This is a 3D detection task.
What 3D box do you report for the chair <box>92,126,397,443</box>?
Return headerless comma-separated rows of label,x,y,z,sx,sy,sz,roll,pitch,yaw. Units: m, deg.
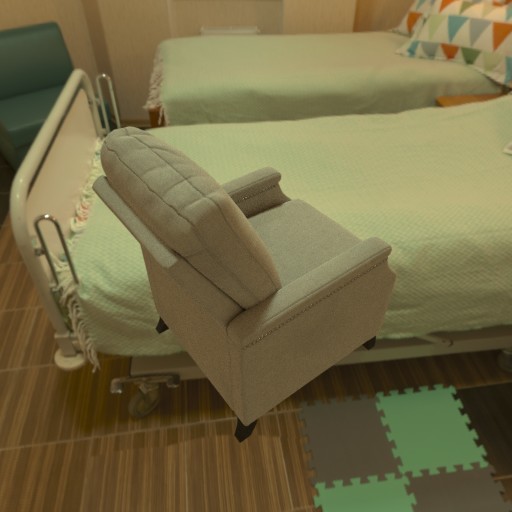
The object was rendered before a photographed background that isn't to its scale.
chair,0.000,0.000,1.681,0.922,1.049,0.710,-26,48,-27
